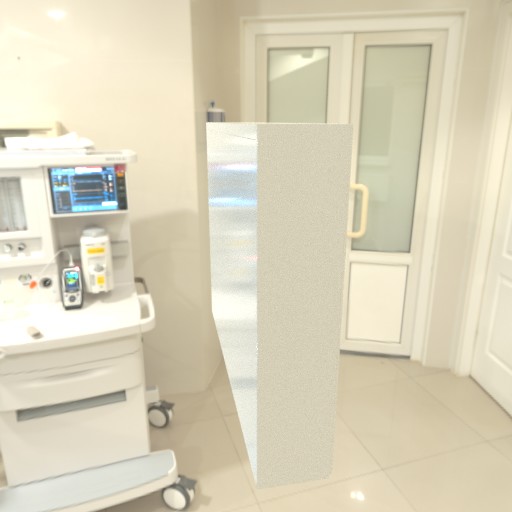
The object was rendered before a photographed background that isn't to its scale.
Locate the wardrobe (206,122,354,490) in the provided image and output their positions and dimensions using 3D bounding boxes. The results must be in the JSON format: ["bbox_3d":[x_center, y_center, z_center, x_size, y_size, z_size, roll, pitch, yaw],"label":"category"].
[{"bbox_3d":[0.000,0.000,4.101,0.580,2.360,3.000,-3,17,-11],"label":"wardrobe"}]
